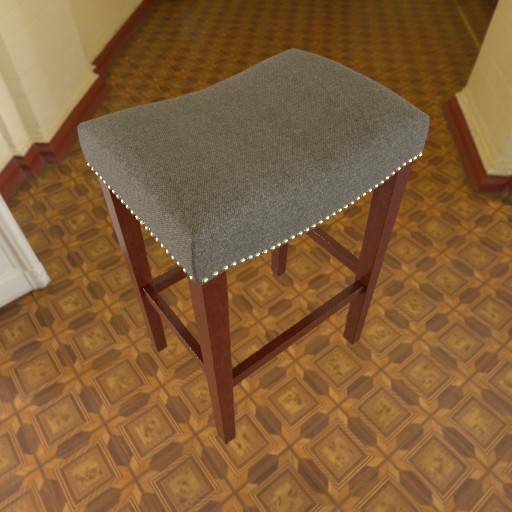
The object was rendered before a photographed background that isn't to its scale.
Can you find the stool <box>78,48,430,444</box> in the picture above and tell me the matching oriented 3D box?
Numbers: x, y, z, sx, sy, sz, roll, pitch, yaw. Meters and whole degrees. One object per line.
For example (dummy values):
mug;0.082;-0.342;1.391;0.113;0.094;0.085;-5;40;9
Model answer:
stool;0.000;0.000;1.009;0.504;0.742;0.372;-31;55;-25
